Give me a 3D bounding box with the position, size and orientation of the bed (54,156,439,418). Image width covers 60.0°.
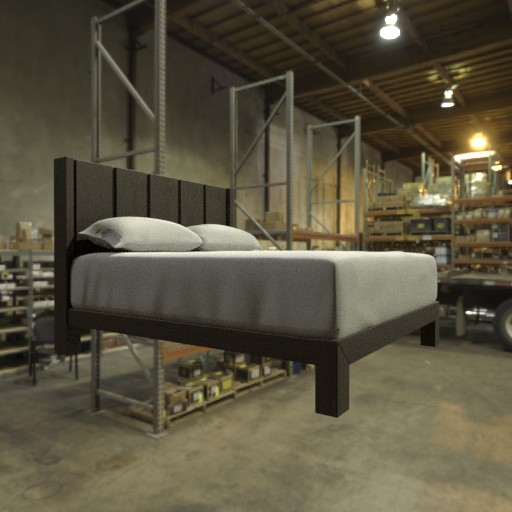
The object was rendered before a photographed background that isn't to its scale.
[{"bbox_3d":[0.000,0.000,3.023,1.992,1.261,1.735,0,1,35],"label":"bed"}]
